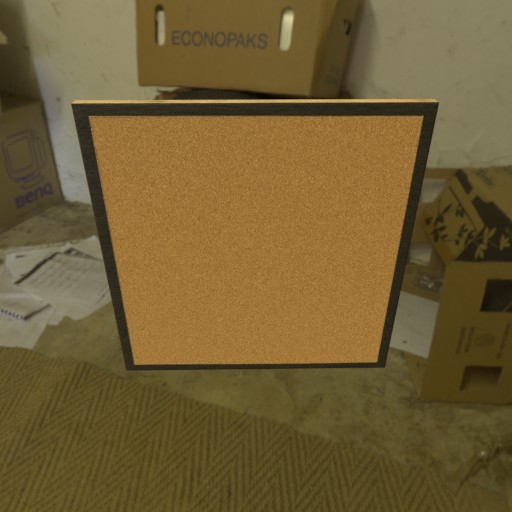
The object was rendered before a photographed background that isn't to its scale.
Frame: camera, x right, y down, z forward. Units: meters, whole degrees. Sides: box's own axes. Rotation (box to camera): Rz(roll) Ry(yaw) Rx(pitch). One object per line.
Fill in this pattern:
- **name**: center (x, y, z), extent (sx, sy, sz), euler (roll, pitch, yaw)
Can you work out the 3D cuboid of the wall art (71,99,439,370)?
- **wall art**: center (0.000, 0.000, 1.025), extent (0.695, 0.691, 0.029), euler (0, 31, -1)
